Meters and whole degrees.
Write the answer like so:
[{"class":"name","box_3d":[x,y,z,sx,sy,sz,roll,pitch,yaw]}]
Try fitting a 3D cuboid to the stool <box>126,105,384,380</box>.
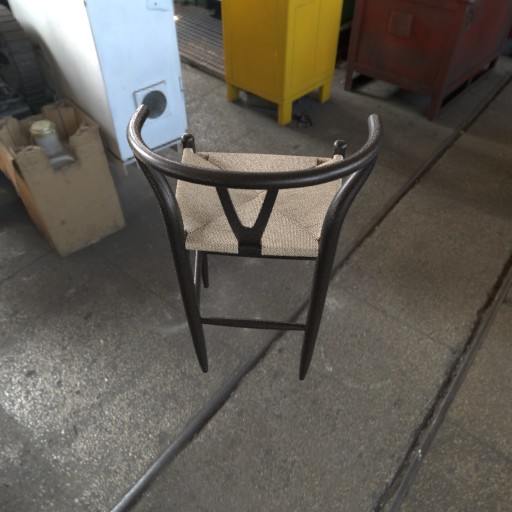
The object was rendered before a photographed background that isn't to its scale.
[{"class":"stool","box_3d":[0.000,0.000,1.309,0.569,0.970,0.579,3,46,3]}]
